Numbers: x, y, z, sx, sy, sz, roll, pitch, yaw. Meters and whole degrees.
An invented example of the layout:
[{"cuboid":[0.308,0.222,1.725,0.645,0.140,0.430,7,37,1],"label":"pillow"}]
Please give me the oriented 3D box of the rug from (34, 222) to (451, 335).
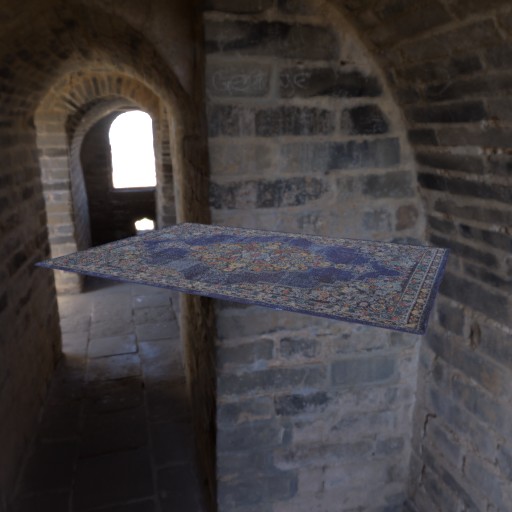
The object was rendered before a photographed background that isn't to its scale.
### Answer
[{"cuboid":[0.000,0.000,3.767,2.940,0.011,2.053,7,16,25],"label":"rug"}]
